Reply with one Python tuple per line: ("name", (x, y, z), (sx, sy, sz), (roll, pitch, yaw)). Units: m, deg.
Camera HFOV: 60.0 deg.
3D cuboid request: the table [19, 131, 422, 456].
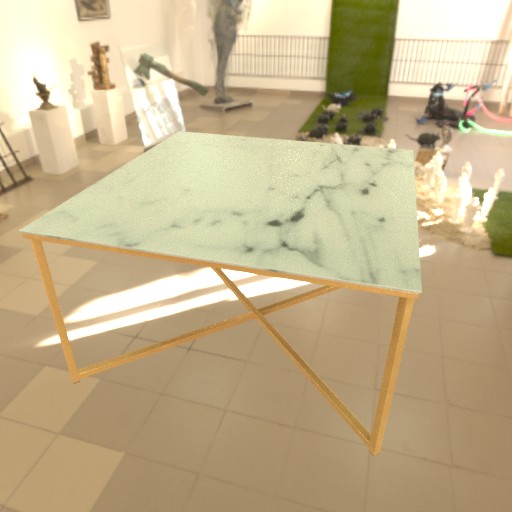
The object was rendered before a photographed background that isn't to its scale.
("table", (0.000, 0.000, 1.273), (0.800, 0.450, 0.800), (8, 32, 14))
